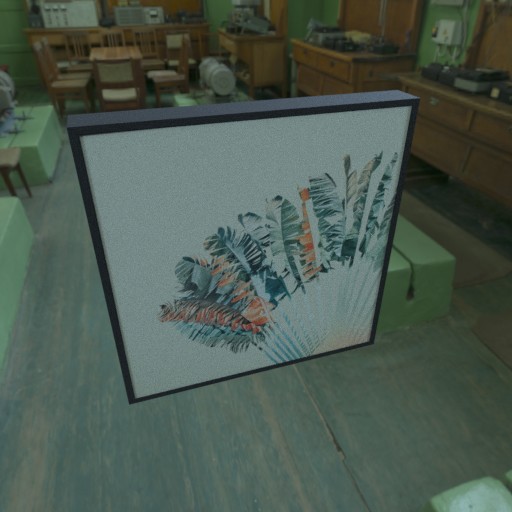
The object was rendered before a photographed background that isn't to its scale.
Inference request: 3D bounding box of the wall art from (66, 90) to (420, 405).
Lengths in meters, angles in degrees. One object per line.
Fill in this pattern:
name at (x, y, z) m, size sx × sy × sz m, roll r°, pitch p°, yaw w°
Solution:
wall art at (0.000, 0.000, 0.456) m, size 0.302 × 0.300 × 0.036 m, roll -10°, pitch 33°, yaw -15°
